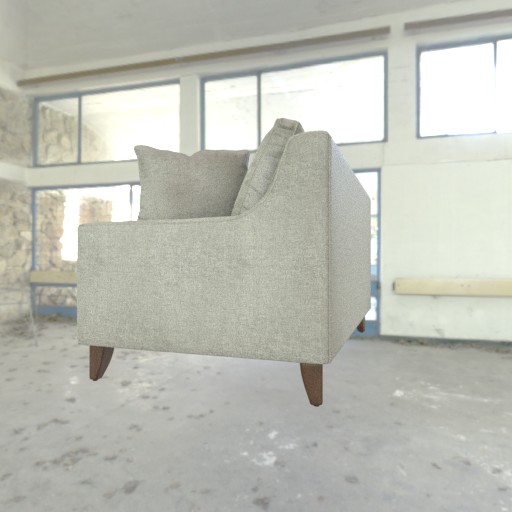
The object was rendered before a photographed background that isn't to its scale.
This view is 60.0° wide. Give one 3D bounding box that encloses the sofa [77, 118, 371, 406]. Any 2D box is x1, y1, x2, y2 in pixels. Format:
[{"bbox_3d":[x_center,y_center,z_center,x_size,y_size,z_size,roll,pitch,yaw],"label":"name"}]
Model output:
[{"bbox_3d":[0.000,0.000,2.025,0.915,0.863,1.422,0,0,19],"label":"sofa"}]
